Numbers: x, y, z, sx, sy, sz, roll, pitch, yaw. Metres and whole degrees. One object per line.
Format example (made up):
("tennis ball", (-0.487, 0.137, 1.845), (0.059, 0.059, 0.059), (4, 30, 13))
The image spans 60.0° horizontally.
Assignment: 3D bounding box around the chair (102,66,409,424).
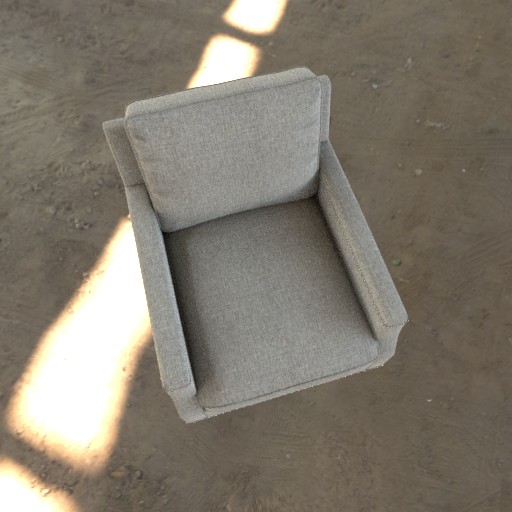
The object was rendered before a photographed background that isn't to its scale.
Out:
("chair", (0.000, 0.000, 1.699), (0.853, 0.943, 1.014), (-14, 65, -7))
